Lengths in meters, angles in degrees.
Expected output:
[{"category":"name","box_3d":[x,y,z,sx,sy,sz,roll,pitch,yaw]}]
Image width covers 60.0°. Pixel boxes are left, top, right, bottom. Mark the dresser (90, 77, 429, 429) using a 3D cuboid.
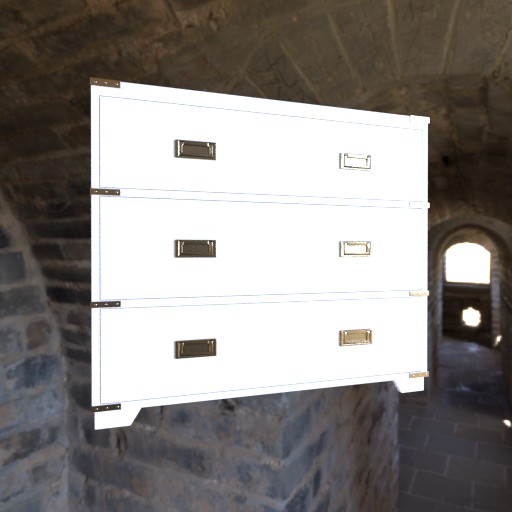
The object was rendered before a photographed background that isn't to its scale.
[{"category":"dresser","box_3d":[0.000,0.000,1.480,1.022,0.891,0.460,0,0,-19]}]
